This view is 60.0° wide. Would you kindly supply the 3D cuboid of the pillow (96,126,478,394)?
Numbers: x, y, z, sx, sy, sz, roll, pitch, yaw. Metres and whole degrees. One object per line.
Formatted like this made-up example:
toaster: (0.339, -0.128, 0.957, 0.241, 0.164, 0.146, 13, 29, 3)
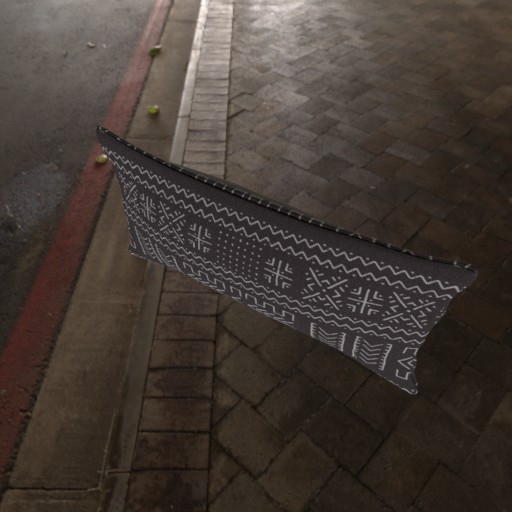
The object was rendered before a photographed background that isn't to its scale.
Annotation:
pillow: (0.000, 0.000, 0.784, 0.667, 0.322, 0.135, 24, 51, 21)
